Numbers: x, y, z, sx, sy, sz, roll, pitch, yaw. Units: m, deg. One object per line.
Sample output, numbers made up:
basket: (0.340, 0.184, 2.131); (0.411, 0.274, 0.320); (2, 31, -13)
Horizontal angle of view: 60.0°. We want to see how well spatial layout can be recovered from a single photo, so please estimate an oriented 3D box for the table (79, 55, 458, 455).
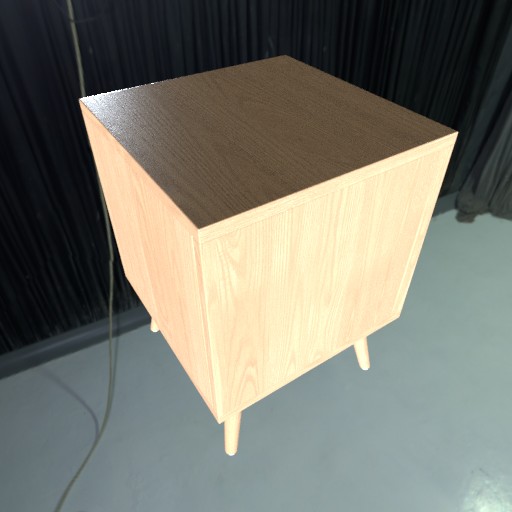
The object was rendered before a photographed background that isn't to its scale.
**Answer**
table: (0.000, 0.000, 0.829); (0.400, 0.550, 0.400); (-23, 46, -24)
